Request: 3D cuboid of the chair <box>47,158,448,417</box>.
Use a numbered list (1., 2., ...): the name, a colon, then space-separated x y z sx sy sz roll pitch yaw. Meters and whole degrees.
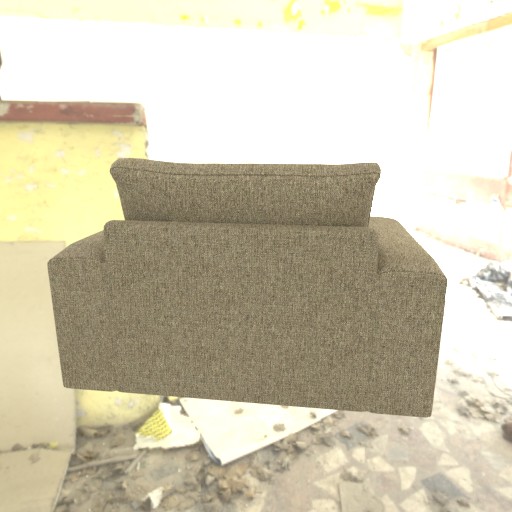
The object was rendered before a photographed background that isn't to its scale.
1. chair: 0.000 0.000 2.035 1.398 0.915 1.039 2 16 8
